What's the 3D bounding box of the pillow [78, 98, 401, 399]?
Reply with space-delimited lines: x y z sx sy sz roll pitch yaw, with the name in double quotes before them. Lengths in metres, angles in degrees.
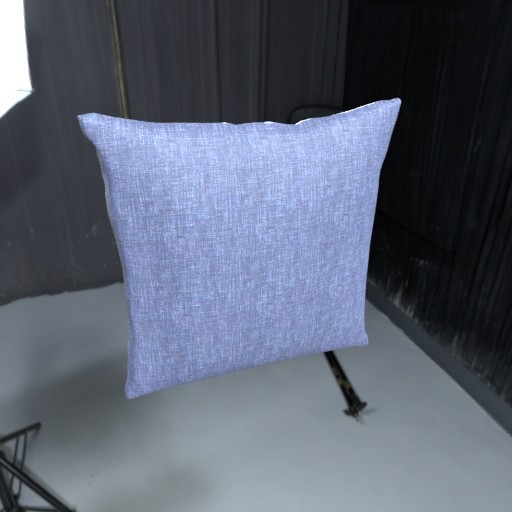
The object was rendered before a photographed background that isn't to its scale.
"pillow" 0.000 0.000 0.780 0.510 0.510 0.145 -9 28 -17
